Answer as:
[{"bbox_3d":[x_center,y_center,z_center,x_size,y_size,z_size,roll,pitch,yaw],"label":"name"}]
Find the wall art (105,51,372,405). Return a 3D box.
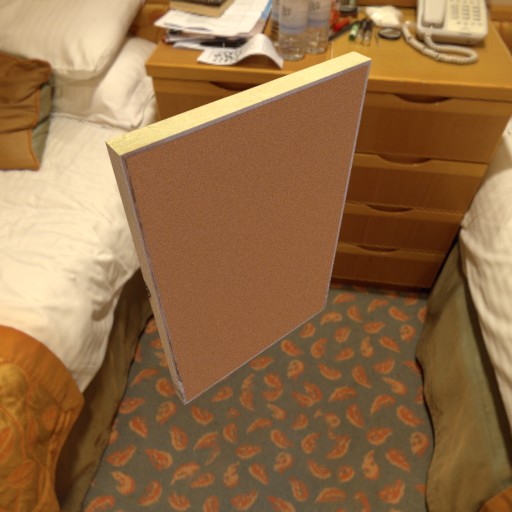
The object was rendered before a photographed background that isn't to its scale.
[{"bbox_3d":[0.000,0.000,0.794,0.403,0.607,0.036,-30,53,-25],"label":"wall art"}]
